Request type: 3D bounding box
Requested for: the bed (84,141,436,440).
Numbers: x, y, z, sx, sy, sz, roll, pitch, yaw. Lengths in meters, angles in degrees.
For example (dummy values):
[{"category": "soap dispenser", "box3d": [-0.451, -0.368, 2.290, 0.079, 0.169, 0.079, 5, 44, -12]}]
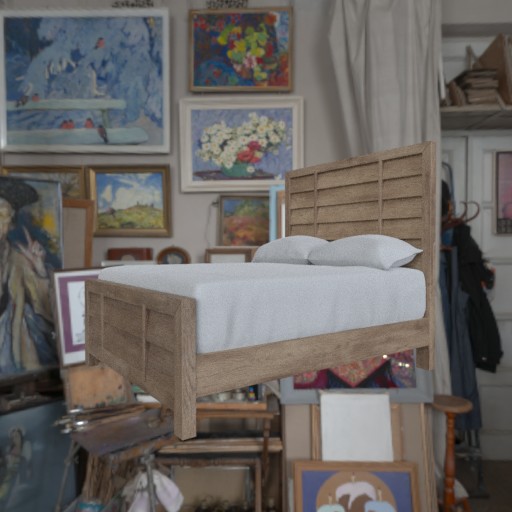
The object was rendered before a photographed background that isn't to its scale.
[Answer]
[{"category": "bed", "box3d": [0.000, 0.000, 3.242, 2.017, 1.631, 1.615, -1, 2, -36]}]
